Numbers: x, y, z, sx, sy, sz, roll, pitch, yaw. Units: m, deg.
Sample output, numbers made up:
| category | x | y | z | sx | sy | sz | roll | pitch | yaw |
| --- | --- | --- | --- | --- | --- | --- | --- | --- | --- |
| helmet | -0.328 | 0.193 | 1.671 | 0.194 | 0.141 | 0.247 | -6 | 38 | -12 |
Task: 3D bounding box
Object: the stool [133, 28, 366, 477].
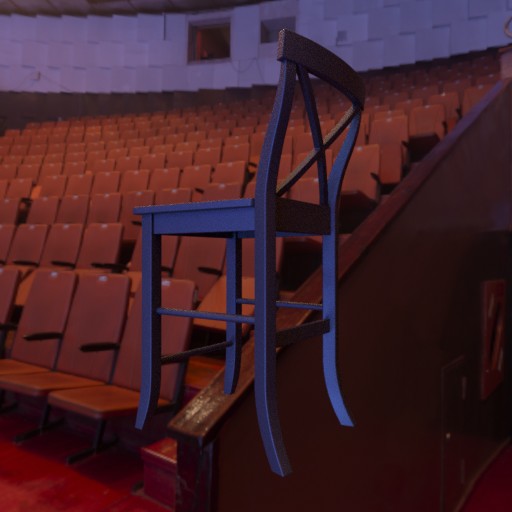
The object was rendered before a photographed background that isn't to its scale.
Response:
| category | x | y | z | sx | sy | sz | roll | pitch | yaw |
| --- | --- | --- | --- | --- | --- | --- | --- | --- | --- |
| stool | 0.000 | 0.000 | 1.279 | 0.559 | 0.989 | 0.452 | 0 | 0 | 36 |
